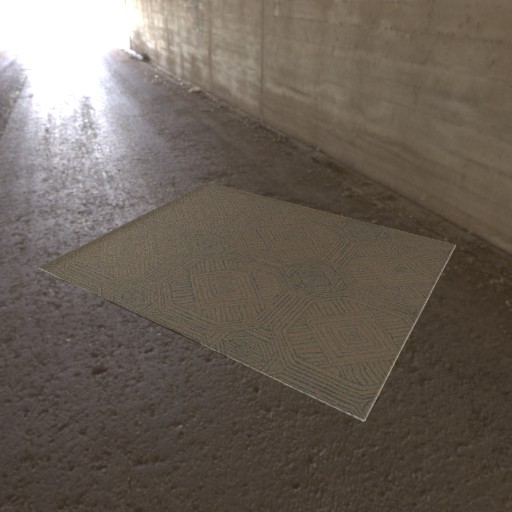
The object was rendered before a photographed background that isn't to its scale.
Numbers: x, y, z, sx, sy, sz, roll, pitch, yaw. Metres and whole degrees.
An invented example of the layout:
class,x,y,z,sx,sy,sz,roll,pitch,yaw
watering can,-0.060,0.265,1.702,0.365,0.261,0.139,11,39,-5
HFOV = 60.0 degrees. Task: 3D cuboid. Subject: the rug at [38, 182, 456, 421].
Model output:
class,x,y,z,sx,sy,sz,roll,pitch,yaw
rug,0.000,0.000,4.131,3.049,0.015,2.457,18,35,28
